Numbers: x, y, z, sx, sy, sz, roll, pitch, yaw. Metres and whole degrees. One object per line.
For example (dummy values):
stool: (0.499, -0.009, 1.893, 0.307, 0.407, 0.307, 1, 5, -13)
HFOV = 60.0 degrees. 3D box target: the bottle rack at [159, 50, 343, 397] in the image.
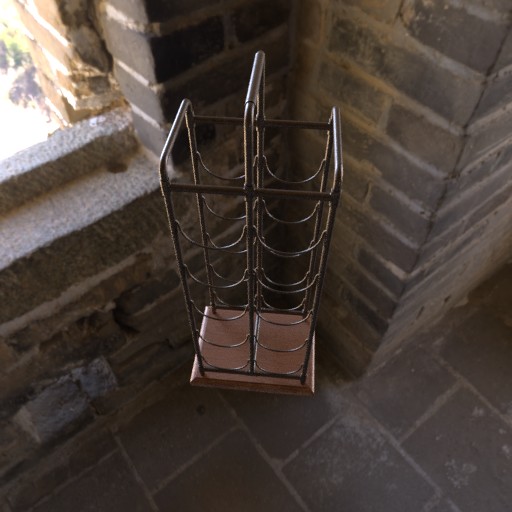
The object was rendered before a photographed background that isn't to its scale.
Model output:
bottle rack: (0.000, 0.000, 0.804, 0.276, 0.680, 0.208, 4, 49, 4)
